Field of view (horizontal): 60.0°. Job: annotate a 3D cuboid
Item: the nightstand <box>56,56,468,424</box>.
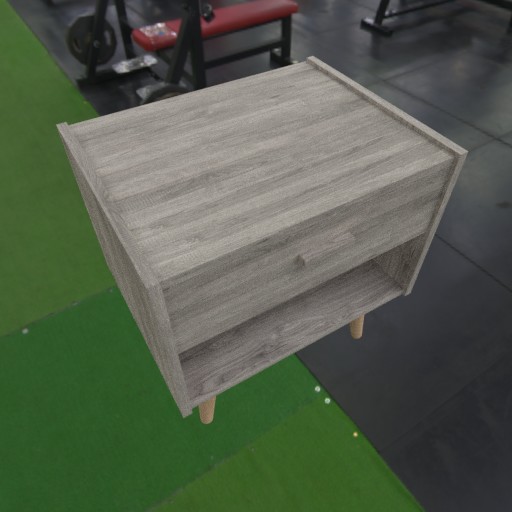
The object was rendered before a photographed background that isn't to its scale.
[{"bbox_3d":[0.000,0.000,0.829,0.480,0.500,0.380,-24,51,-21],"label":"nightstand"}]
